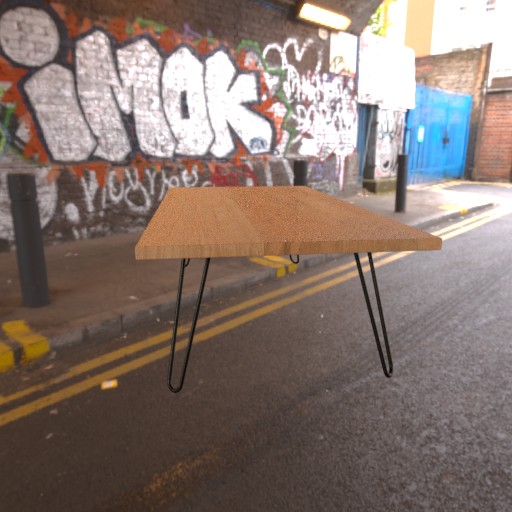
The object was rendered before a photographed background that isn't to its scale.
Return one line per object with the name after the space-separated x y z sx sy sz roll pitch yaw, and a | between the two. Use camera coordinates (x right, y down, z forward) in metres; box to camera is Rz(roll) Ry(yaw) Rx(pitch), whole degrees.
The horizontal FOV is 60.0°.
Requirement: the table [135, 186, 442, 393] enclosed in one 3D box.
0.000 0.000 1.684 0.699 0.400 1.348 -2 14 -7 | table
